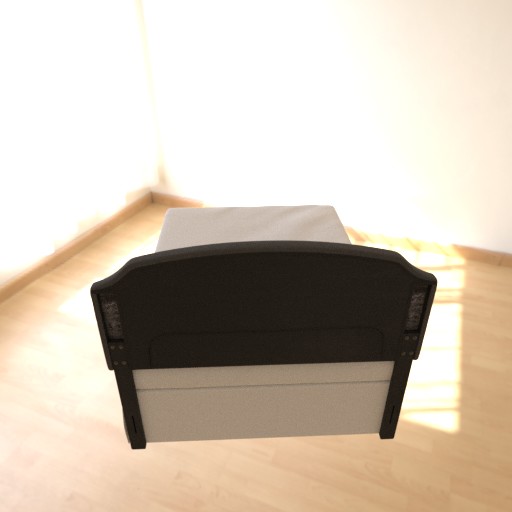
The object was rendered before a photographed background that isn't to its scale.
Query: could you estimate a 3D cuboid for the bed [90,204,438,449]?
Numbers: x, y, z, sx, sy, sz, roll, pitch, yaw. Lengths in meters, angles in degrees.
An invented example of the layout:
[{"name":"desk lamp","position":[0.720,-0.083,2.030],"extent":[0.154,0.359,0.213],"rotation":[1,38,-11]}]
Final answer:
[{"name":"bed","position":[0.000,0.000,3.002],"extent":[1.558,1.270,1.999],"rotation":[-1,31,-2]}]
